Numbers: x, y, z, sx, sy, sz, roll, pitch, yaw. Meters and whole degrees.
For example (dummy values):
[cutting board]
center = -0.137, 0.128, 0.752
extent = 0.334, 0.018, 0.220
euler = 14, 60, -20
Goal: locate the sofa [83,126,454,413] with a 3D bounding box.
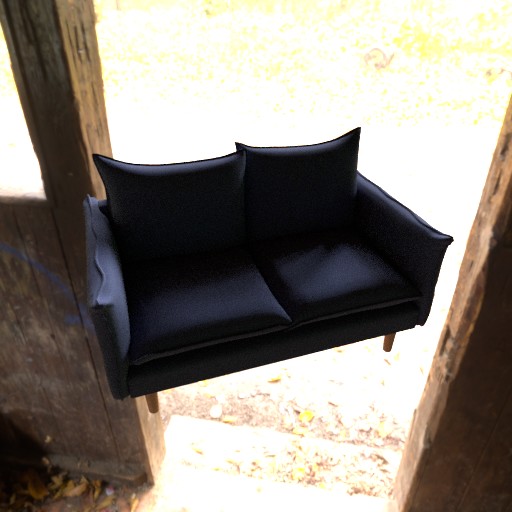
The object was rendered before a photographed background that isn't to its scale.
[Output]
[sofa]
center = 0.000, 0.000, 1.839
extent = 1.300, 0.840, 0.820
euler = -10, 34, -15
